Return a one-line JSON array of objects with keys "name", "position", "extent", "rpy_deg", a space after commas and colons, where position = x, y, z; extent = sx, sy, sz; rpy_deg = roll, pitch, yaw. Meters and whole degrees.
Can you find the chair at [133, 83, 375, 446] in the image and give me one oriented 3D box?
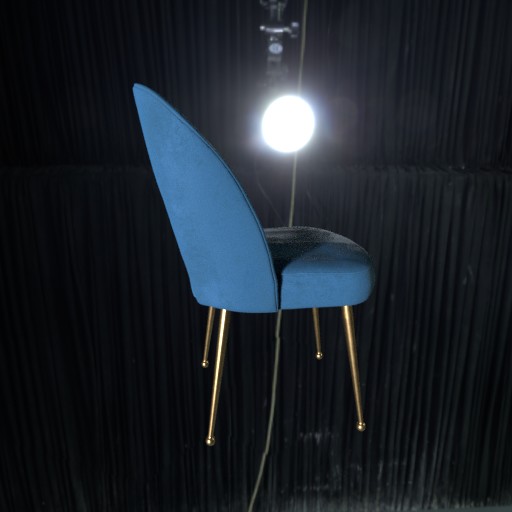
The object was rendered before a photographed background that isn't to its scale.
[{"name": "chair", "position": [0.000, 0.000, 1.205], "extent": [0.577, 0.860, 0.527], "rpy_deg": [-2, 15, -8]}]
